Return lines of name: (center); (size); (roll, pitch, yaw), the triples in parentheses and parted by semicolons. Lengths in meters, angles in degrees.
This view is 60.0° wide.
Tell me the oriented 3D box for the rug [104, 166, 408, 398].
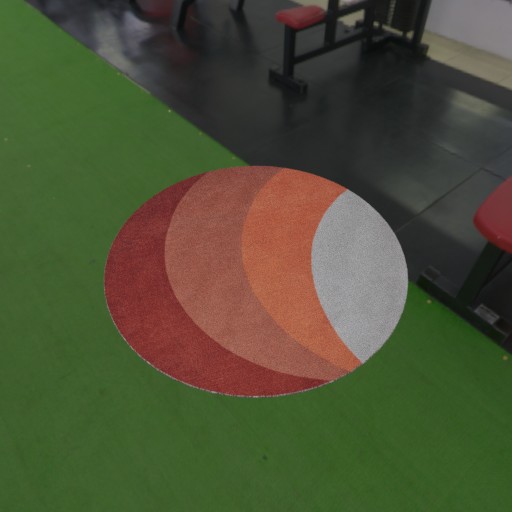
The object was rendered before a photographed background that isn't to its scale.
rug: (0.000, 0.000, 2.265); (1.514, 0.015, 1.514); (0, 48, 0)
